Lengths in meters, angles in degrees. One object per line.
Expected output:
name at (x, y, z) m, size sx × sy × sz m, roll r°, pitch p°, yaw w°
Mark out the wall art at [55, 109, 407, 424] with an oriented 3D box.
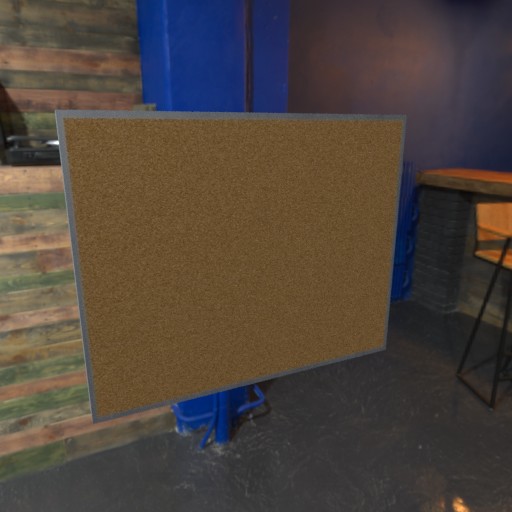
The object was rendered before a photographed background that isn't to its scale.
wall art at (0.000, 0.000, 0.733) m, size 0.557 × 0.450 × 0.037 m, roll -7°, pitch 18°, yaw -24°
